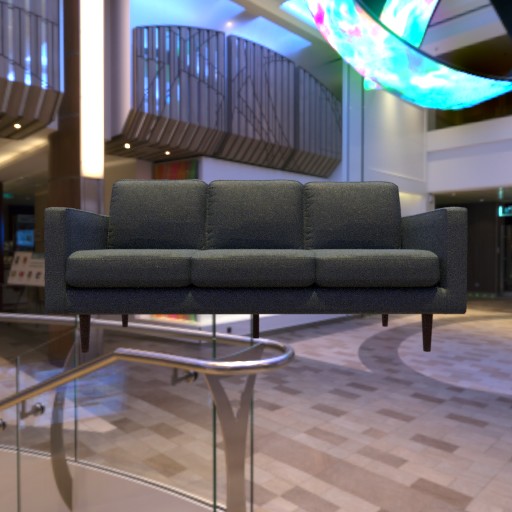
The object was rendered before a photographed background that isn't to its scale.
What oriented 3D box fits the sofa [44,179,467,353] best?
[{"bbox_3d":[0.000,0.000,2.523,2.013,0.945,0.935,0,1,-1],"label":"sofa"}]
